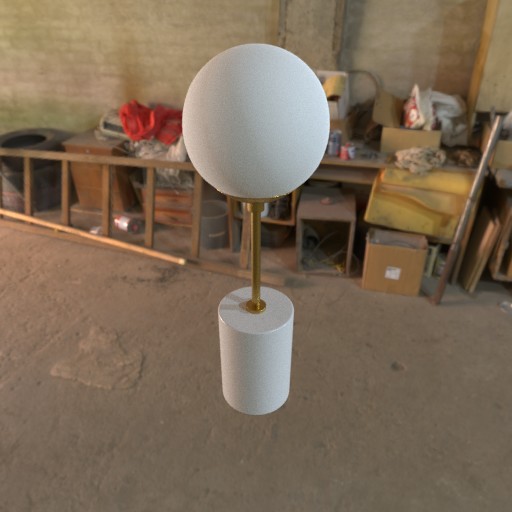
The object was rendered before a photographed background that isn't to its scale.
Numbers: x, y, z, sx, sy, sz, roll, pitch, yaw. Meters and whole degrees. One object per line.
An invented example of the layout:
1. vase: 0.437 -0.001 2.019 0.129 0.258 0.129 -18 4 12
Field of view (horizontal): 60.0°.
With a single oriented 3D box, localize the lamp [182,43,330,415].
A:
1. lamp: 0.000 0.000 0.553 0.153 0.480 0.153 0 32 0
